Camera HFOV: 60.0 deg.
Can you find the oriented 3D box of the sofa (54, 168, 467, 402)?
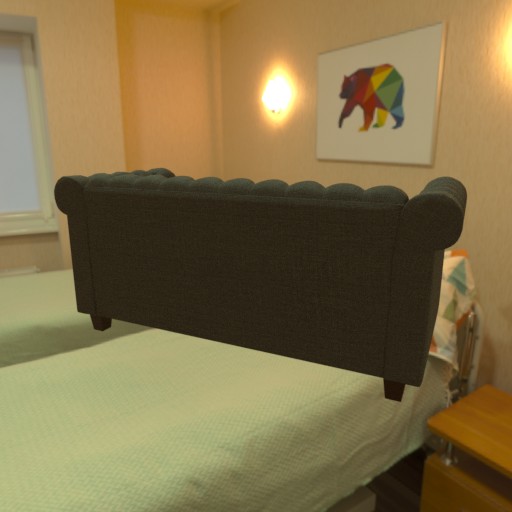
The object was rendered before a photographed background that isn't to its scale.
[{"bbox_3d":[0.000,0.000,2.163,1.798,0.797,0.783,7,16,25],"label":"sofa"}]
